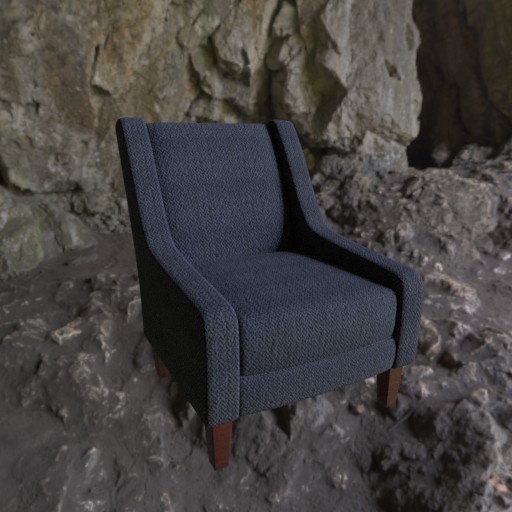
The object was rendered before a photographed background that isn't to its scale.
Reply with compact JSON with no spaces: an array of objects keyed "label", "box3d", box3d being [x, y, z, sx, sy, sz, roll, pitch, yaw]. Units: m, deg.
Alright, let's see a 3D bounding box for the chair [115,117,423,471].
[{"label":"chair","box3d":[0.000,0.000,1.670,0.793,1.012,0.944,-8,17,-27]}]
